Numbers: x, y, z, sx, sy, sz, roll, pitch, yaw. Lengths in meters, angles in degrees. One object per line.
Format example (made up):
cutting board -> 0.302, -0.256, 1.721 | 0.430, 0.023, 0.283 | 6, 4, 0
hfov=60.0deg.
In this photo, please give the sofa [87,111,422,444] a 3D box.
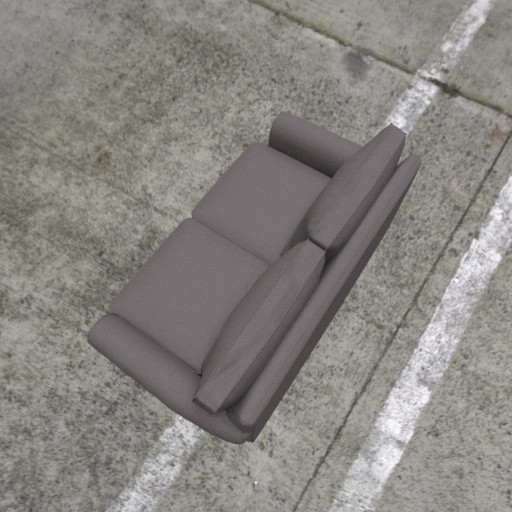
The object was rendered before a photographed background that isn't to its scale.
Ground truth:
sofa -> 0.000, 0.000, 2.273 | 0.964, 0.937, 1.665 | 31, 67, 15
